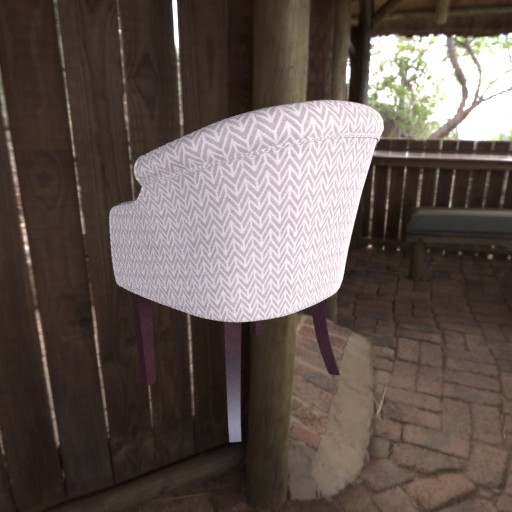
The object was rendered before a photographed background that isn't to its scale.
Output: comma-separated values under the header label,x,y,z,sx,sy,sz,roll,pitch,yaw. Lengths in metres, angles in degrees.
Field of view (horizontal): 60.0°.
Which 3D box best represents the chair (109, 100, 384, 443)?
label,x,y,z,sx,sy,sz,roll,pitch,yaw
chair,0.000,0.000,1.313,0.613,0.858,0.686,16,24,42
